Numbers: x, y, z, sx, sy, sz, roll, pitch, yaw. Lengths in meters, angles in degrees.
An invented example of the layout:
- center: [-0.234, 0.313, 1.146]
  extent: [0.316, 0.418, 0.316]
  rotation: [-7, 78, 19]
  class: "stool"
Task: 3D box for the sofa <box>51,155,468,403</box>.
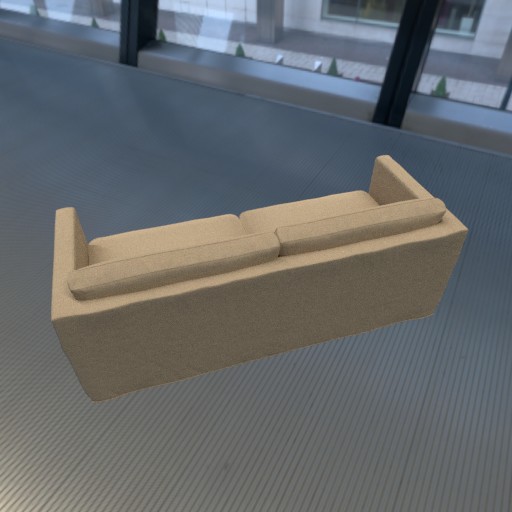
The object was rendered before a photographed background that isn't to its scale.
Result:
- center: [0.000, 0.000, 2.812]
  extent: [2.312, 0.853, 0.962]
  rotation: [-12, 43, -13]
  class: "sofa"
